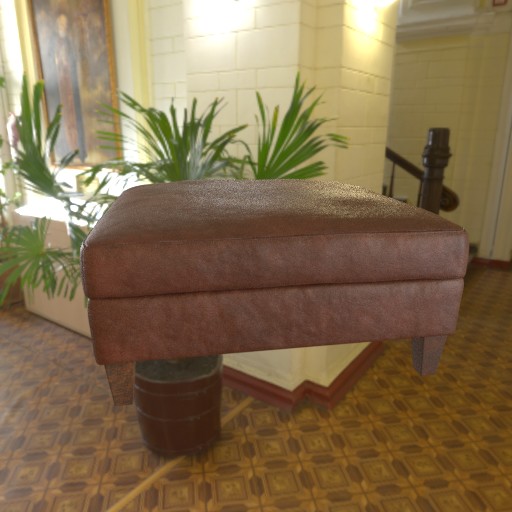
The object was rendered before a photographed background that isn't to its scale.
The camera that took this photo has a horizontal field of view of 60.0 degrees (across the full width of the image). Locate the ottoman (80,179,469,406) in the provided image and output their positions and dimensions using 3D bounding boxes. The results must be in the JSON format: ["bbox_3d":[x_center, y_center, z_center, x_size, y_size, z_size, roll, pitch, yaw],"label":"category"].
[{"bbox_3d":[0.000,0.000,1.312,0.836,0.415,0.844,-3,16,-9],"label":"ottoman"}]
